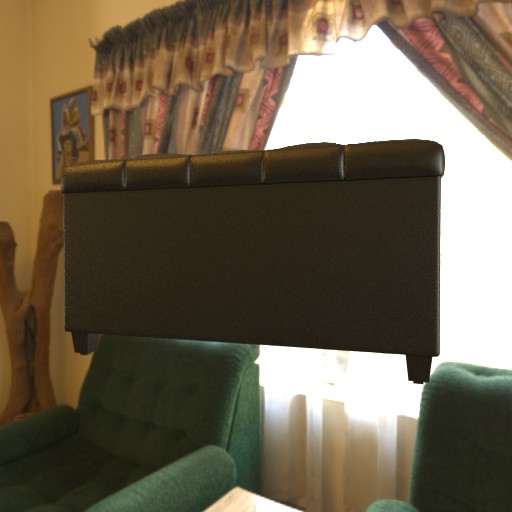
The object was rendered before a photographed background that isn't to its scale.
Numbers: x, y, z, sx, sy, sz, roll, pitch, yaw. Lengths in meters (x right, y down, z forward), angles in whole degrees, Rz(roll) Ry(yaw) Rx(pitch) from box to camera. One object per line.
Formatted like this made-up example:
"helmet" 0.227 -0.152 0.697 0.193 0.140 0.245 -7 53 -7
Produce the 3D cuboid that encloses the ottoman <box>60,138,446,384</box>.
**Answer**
"ottoman" 0.000 0.000 1.107 0.838 0.470 0.432 0 1 18
